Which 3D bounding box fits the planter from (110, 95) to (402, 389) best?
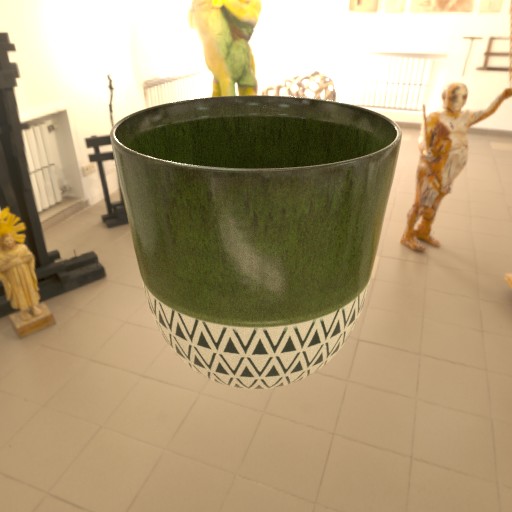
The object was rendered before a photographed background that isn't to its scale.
[{"bbox_3d":[0.000,0.000,0.454,0.245,0.270,0.245,0,31,0],"label":"planter"}]
